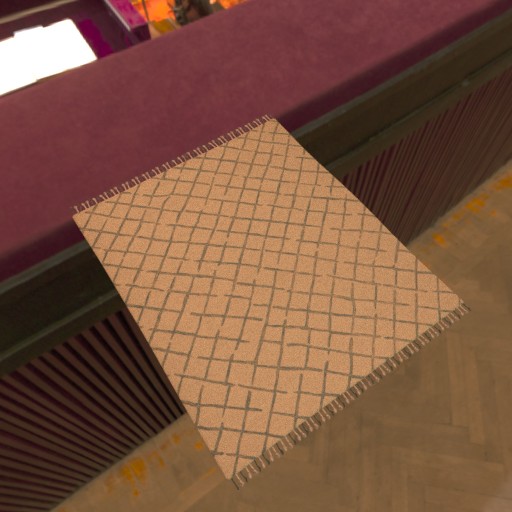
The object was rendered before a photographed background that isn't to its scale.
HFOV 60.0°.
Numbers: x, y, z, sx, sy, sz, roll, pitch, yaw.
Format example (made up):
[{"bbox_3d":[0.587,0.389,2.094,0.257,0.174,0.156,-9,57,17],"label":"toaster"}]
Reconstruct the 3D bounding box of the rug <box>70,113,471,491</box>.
[{"bbox_3d":[0.000,0.000,4.850,2.892,0.036,3.585,-31,63,-17],"label":"rug"}]
